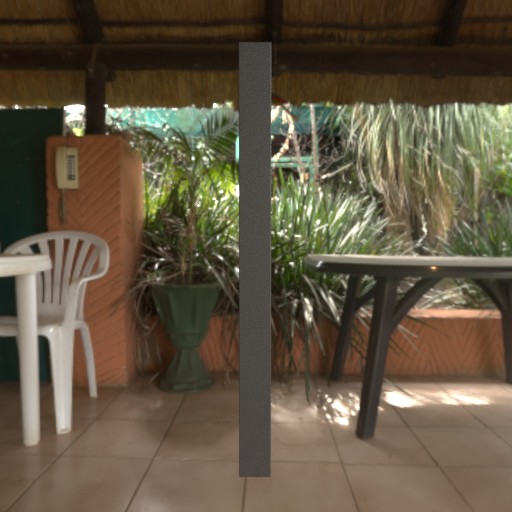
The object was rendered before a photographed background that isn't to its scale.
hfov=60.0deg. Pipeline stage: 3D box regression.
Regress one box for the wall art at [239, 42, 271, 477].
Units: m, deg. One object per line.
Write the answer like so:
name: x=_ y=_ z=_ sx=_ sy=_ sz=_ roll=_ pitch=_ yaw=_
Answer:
wall art: x=0.000 y=0.000 z=0.768 sx=0.037 sy=0.506 sz=0.506 roll=0 pitch=2 yaw=0
